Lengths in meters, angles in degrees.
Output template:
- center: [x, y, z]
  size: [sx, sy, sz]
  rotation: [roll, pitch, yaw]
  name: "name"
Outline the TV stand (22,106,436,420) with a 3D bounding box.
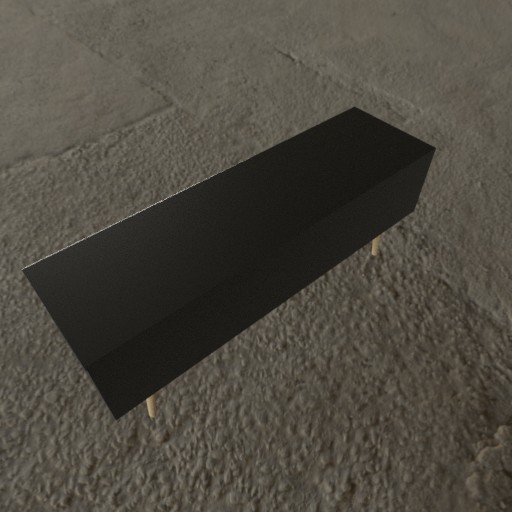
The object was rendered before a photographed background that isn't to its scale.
- center: [0.000, 0.000, 1.549]
  size: [1.312, 0.518, 0.390]
  rotation: [-32, 55, -26]
  name: "TV stand"
